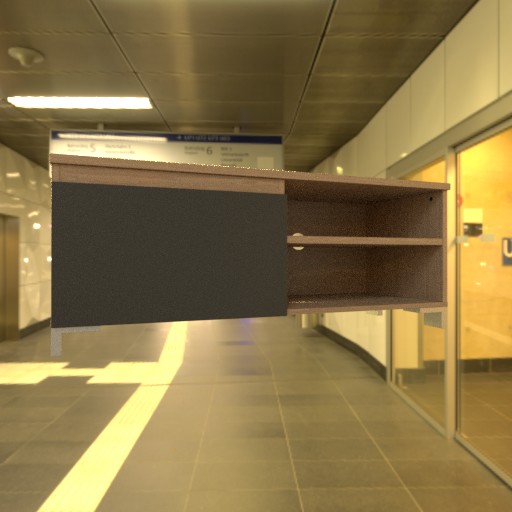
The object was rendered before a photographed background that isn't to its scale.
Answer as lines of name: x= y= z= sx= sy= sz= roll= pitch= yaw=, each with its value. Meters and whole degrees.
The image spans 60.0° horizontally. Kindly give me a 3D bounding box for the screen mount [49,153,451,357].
screen mount: x=0.000 y=0.000 z=1.313 sx=1.084 sy=0.432 sz=0.406 roll=0 pitch=0 yaw=-21
